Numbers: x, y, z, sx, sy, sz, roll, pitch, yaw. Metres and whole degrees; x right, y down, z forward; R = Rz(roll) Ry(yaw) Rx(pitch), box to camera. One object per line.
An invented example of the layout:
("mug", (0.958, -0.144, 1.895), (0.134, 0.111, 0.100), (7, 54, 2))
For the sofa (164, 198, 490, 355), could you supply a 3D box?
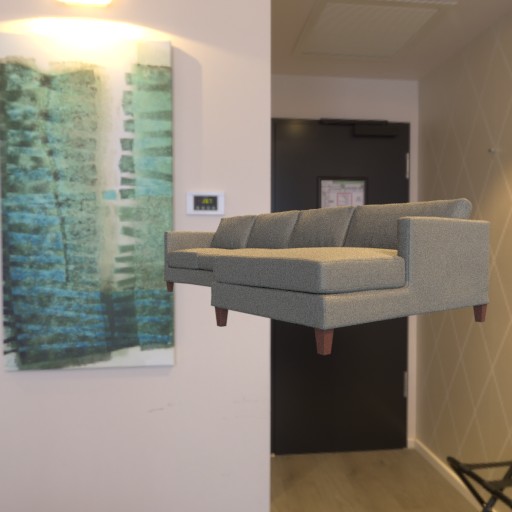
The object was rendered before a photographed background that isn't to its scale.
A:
("sofa", (0.000, 0.000, 3.797), (1.625, 0.861, 3.186), (-1, 2, -37))
